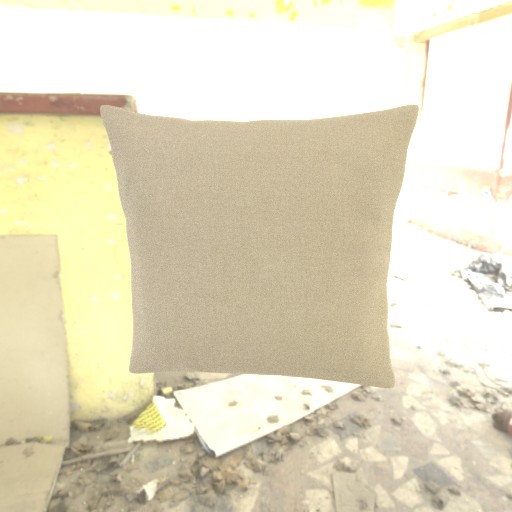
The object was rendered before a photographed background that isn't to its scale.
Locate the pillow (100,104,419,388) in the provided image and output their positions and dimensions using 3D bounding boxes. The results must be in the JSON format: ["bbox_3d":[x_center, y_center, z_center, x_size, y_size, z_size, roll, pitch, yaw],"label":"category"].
[{"bbox_3d":[0.000,0.000,0.788,0.523,0.510,0.166,2,17,7],"label":"pillow"}]
